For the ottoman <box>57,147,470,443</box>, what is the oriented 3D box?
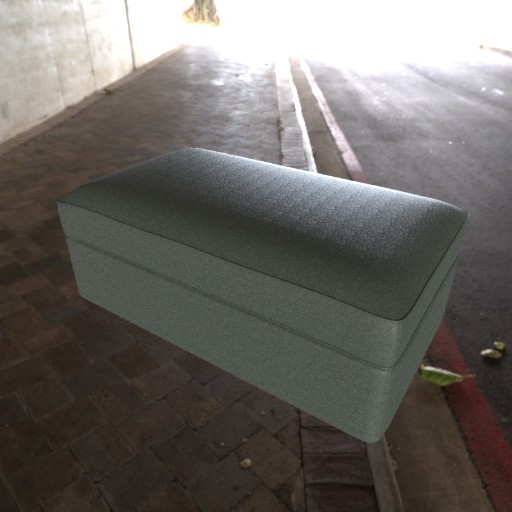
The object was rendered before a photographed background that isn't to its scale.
[{"bbox_3d":[0.000,0.000,1.508,1.173,0.494,0.681,19,35,29],"label":"ottoman"}]
